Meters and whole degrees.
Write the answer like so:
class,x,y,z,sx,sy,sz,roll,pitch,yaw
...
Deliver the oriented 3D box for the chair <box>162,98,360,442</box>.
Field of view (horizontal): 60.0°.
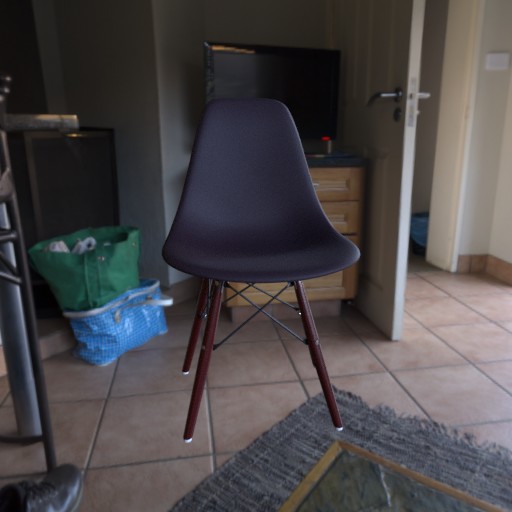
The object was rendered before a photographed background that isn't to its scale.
class,x,y,z,sx,sy,sz,roll,pitch,yaw
chair,0.000,0.000,1.165,0.470,0.826,0.533,-2,15,-7
